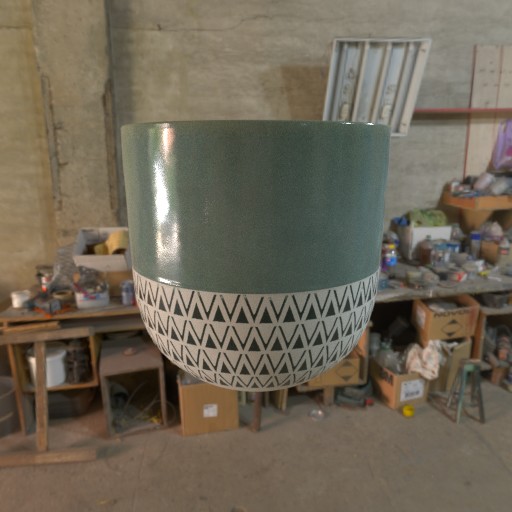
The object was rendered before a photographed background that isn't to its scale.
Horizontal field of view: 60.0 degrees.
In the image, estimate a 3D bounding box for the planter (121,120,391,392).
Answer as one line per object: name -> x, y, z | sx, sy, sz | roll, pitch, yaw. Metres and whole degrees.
planter -> 0.000, 0.000, 0.485 | 0.266, 0.270, 0.266 | 0, 14, 0
